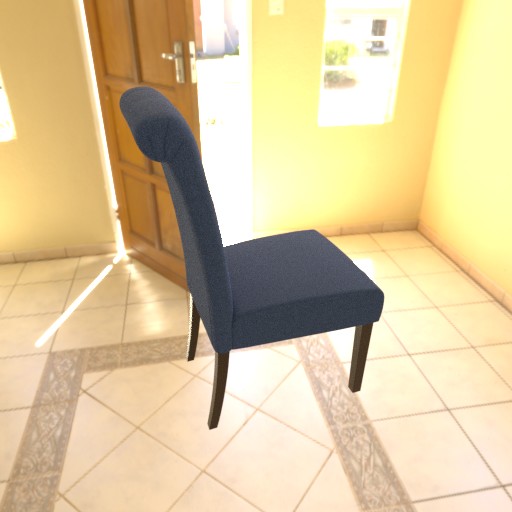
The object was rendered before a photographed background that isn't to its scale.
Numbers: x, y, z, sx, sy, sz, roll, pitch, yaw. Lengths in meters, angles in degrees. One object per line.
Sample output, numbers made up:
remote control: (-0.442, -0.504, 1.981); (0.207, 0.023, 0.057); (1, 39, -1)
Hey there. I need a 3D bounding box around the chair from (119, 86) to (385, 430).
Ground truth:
chair: (0.000, 0.000, 1.391); (0.671, 1.006, 0.456); (-10, 31, -17)
